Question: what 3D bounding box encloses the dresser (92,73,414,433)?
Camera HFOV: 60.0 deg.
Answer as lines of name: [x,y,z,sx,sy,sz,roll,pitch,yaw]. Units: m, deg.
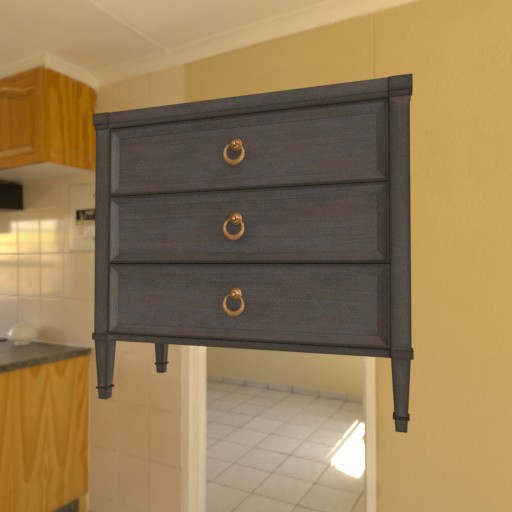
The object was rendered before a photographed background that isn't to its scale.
dresser: [0.000,0.000,1.579,1.049,0.986,0.463,0,-1,18]
